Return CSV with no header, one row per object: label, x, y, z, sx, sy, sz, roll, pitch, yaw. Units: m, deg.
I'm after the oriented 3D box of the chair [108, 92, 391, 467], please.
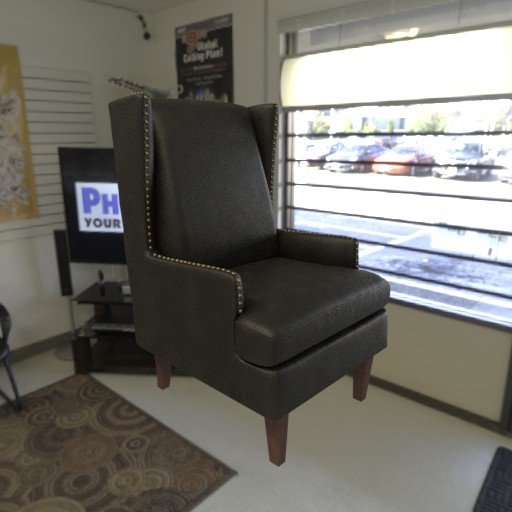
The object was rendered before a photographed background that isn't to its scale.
chair,0.000,0.000,1.660,0.799,1.142,0.703,14,21,42
